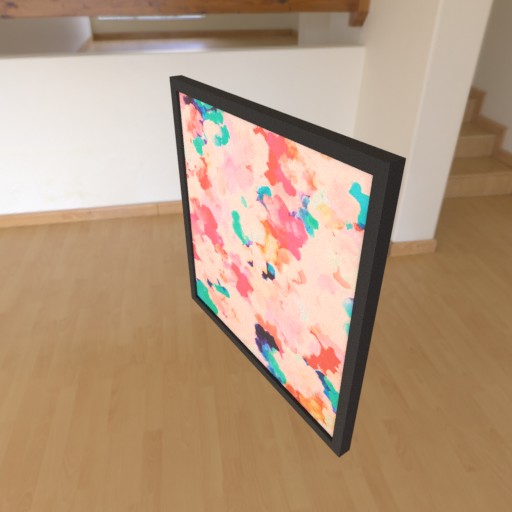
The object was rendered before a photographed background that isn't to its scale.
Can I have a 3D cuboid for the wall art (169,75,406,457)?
[{"bbox_3d":[0.000,0.000,0.461,0.015,0.304,0.306,-21,39,-29],"label":"wall art"}]
